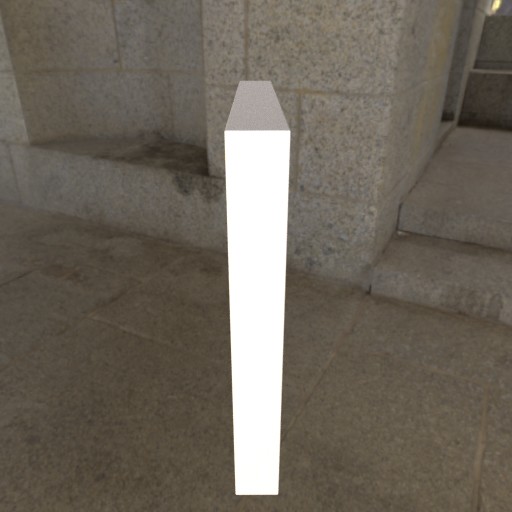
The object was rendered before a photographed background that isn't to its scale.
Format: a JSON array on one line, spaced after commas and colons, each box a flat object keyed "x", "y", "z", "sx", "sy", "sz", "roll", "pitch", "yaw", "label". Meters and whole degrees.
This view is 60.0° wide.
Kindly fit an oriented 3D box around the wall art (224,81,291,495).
[{"x": 0.000, "y": 0.000, "z": 0.448, "sx": 0.037, "sy": 0.305, "sz": 0.305, "roll": 0, "pitch": 26, "yaw": 0, "label": "wall art"}]
